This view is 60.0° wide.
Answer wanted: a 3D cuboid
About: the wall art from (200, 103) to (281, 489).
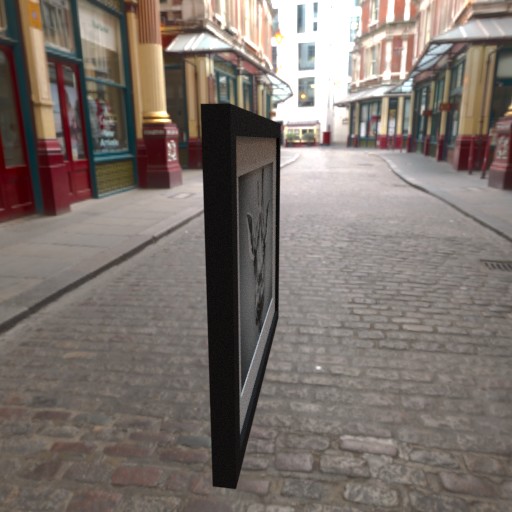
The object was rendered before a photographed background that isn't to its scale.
[{"bbox_3d":[0.000,0.000,0.765,0.031,0.457,0.558,2,15,8],"label":"wall art"}]
